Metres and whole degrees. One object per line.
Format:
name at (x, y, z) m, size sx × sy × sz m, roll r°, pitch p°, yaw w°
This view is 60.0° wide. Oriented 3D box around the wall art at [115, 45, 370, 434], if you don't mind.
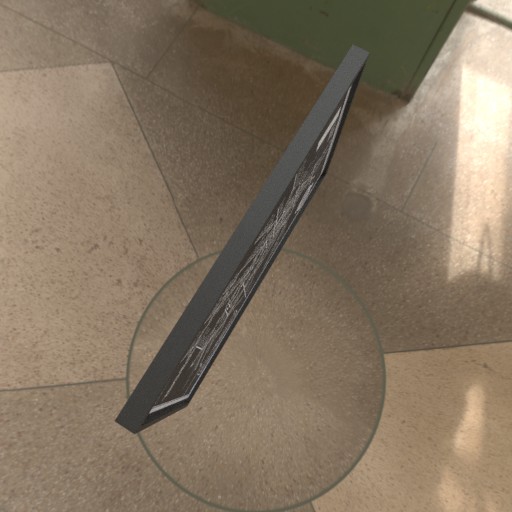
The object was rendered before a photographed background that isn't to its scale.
wall art at (0.000, 0.000, 0.573) m, size 0.021 × 0.301 × 0.443 m, roll 30°, pitch 78°, yaw 7°
